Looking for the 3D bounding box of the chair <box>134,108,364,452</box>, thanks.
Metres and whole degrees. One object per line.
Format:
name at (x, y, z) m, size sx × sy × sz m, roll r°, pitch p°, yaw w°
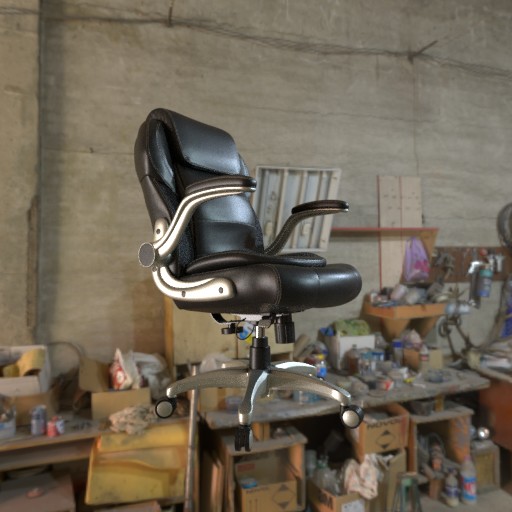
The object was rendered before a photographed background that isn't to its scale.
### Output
chair at (0.000, 0.000, 1.660) m, size 0.801 × 1.141 × 0.724 m, roll -1°, pitch -1°, yaw 36°
